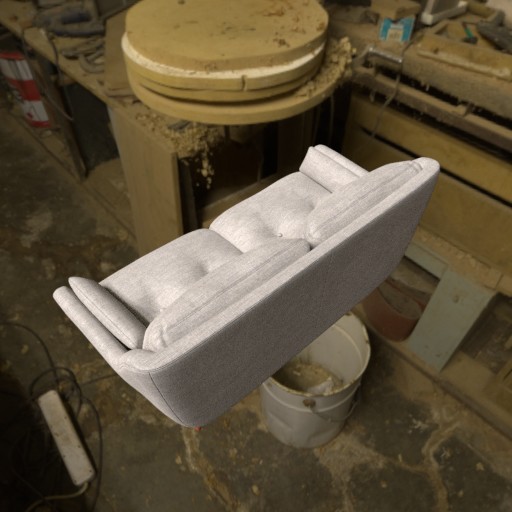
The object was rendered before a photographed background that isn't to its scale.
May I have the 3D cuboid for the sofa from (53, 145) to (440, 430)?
[{"bbox_3d":[0.000,0.000,2.443,1.930,0.897,0.976,-33,56,-27],"label":"sofa"}]
